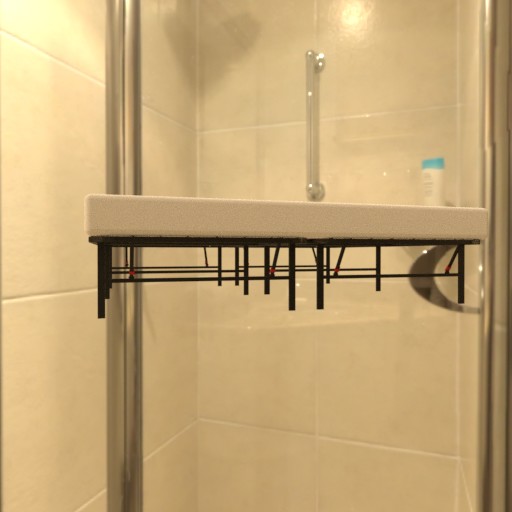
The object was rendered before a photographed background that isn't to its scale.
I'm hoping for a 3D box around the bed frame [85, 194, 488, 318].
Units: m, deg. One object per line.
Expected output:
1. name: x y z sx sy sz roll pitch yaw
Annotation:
1. bed frame: 0.000 0.000 3.002 2.033 0.525 1.935 0 0 -17
